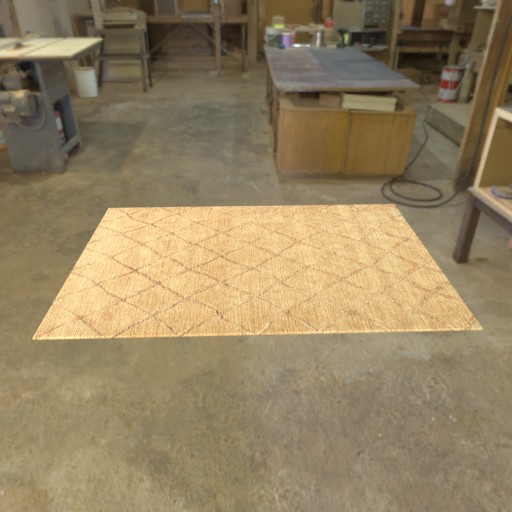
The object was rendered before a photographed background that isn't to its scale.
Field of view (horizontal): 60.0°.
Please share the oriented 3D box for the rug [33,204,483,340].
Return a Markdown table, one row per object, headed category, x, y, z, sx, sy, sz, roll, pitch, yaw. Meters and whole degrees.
| category | x | y | z | sx | sy | sz | roll | pitch | yaw |
| --- | --- | --- | --- | --- | --- | --- | --- | --- | --- |
| rug | 0.000 | 0.000 | 2.905 | 2.292 | 0.014 | 1.528 | -1 | 31 | -2 |
